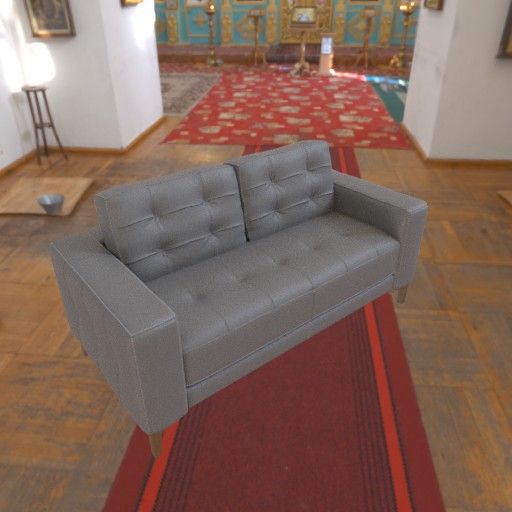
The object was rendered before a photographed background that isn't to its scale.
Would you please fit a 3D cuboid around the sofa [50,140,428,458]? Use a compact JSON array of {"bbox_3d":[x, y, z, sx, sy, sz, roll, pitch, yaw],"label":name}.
[{"bbox_3d":[0.000,0.000,2.223,1.726,0.892,0.833,-22,37,-33],"label":"sofa"}]
